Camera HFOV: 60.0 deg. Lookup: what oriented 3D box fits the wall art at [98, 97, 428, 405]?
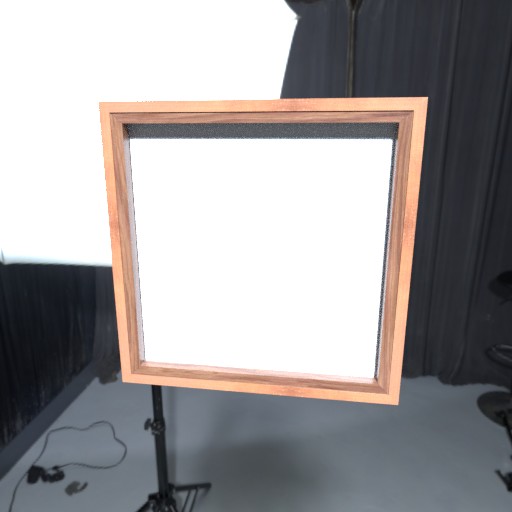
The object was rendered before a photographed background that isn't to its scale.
[{"bbox_3d":[0.000,0.000,0.606,0.403,0.403,0.035,2,16,8],"label":"wall art"}]
